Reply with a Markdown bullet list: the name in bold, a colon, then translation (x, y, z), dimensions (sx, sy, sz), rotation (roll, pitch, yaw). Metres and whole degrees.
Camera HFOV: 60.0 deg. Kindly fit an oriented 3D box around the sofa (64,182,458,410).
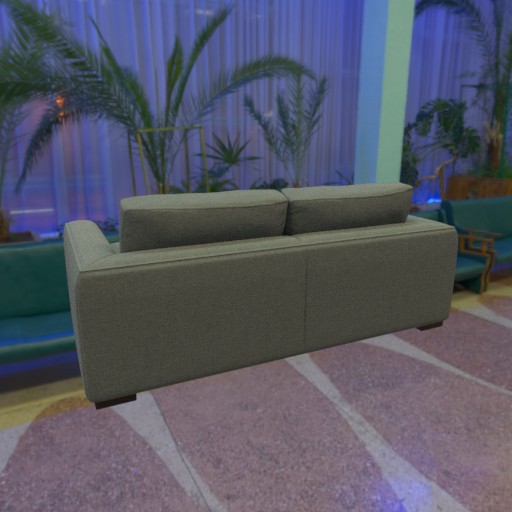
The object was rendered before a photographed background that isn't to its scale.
- **sofa**: translation (0.000, 0.000, 2.440), dimensions (1.920, 0.800, 1.069), rotation (-7, 17, -24)
